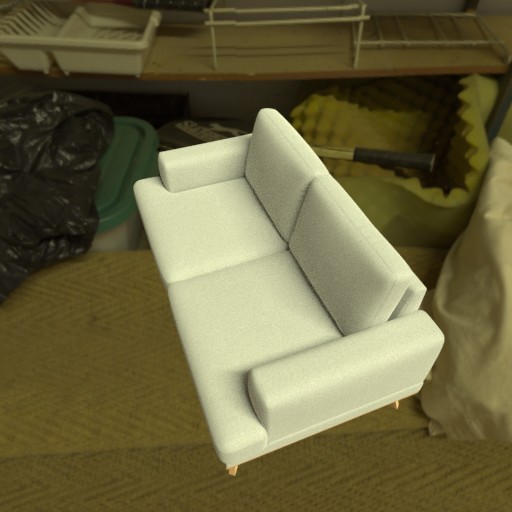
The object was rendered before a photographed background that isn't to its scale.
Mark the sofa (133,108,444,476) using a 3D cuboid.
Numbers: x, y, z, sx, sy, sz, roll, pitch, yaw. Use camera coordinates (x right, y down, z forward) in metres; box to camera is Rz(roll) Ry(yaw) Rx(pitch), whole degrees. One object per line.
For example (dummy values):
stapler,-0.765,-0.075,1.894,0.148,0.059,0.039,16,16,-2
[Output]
sofa,0.000,0.000,2.137,0.915,0.810,1.651,-16,48,-15
